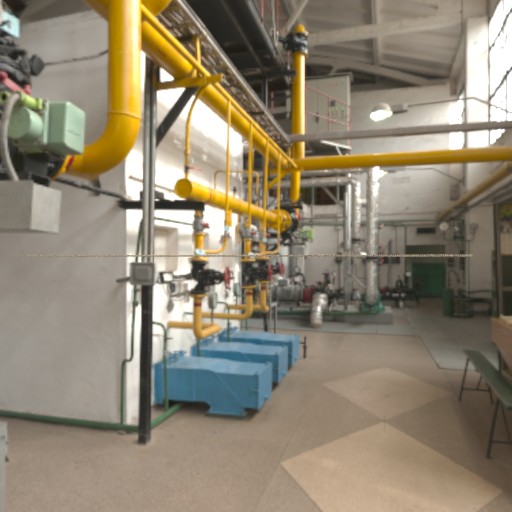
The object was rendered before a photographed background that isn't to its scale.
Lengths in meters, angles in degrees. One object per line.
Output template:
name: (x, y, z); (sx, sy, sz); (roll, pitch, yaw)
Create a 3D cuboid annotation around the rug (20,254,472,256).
rug: (0.000, 0.000, 2.174); (1.752, 0.006, 1.142); (0, 0, 17)
